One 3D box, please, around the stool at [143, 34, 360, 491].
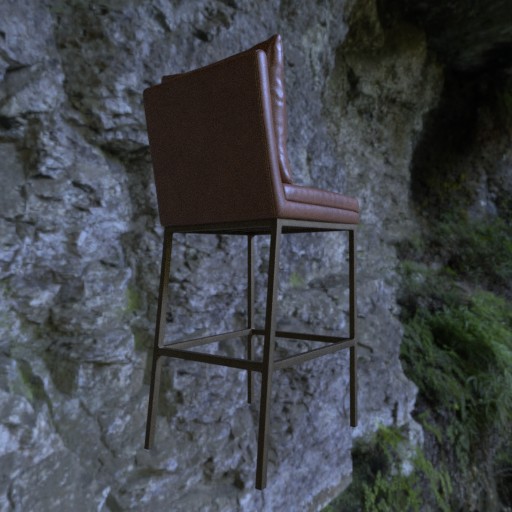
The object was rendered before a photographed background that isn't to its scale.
[{"bbox_3d":[0.000,0.000,1.398,0.463,1.124,0.571,-1,-2,36],"label":"stool"}]
